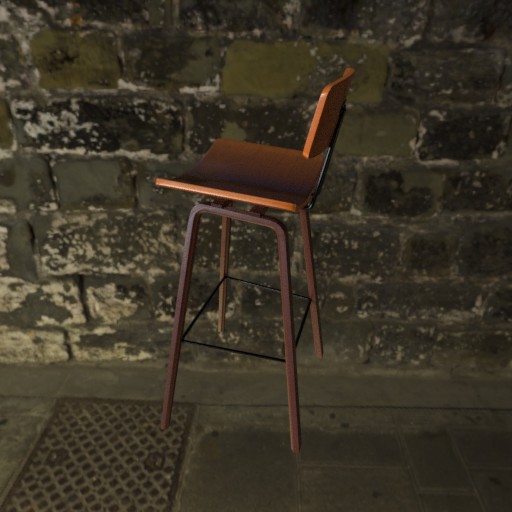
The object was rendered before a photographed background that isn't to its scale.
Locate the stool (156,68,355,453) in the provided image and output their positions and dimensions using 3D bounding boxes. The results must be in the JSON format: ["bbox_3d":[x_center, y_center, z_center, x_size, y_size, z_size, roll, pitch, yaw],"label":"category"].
[{"bbox_3d":[0.000,0.000,1.245,0.440,0.969,0.509,8,29,14],"label":"stool"}]
